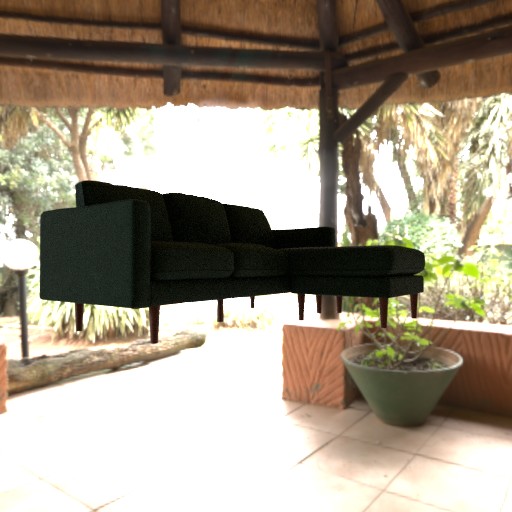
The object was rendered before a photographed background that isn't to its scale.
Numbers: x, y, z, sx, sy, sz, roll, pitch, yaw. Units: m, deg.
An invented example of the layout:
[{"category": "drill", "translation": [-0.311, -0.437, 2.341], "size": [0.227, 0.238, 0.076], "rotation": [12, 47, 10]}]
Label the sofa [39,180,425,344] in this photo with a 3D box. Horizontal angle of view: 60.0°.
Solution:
[{"category": "sofa", "translation": [0.000, 0.000, 2.867], "size": [1.580, 0.899, 2.030], "rotation": [-1, -1, 37]}]
